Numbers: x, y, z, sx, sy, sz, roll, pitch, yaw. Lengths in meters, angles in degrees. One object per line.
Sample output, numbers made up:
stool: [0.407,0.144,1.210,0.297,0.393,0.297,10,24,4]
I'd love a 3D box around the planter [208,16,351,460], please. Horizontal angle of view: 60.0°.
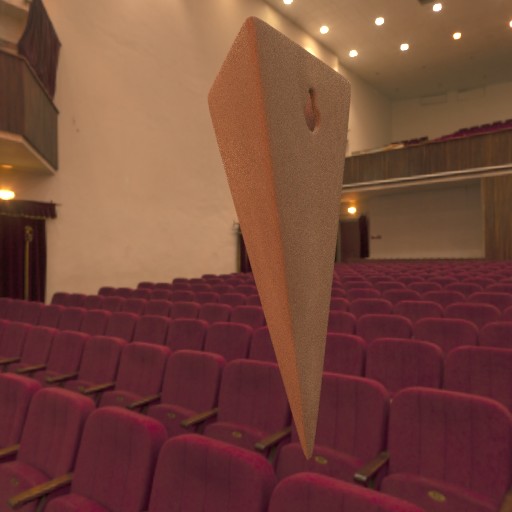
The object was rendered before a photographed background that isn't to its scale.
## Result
planter: [0.000,0.000,0.268,0.081,0.224,0.101,-1,-1,39]
